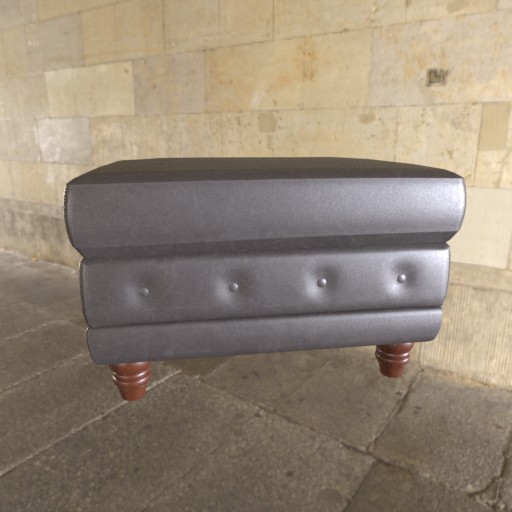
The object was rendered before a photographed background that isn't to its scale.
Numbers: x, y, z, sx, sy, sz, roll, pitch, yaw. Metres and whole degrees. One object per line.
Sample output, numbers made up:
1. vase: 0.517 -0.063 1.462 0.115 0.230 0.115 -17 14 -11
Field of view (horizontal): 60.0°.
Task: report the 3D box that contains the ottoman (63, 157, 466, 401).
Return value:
1. ottoman: 0.000 0.000 1.163 0.795 0.498 0.590 -2 15 -9
